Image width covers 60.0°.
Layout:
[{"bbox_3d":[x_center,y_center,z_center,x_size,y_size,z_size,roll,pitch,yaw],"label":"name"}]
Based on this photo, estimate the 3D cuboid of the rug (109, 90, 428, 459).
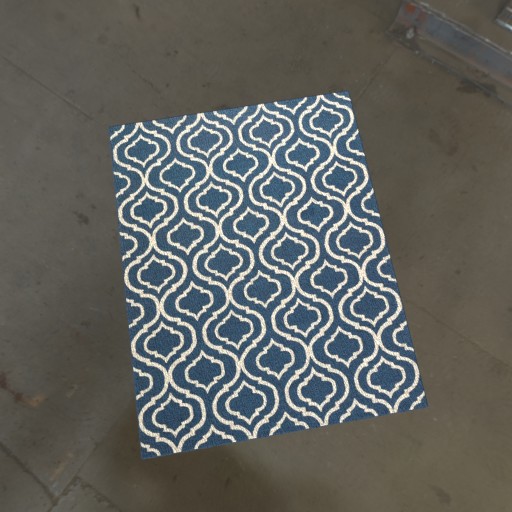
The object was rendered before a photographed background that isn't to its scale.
[{"bbox_3d":[0.000,0.000,3.795,2.270,0.020,2.881,-9,76,-2],"label":"rug"}]
